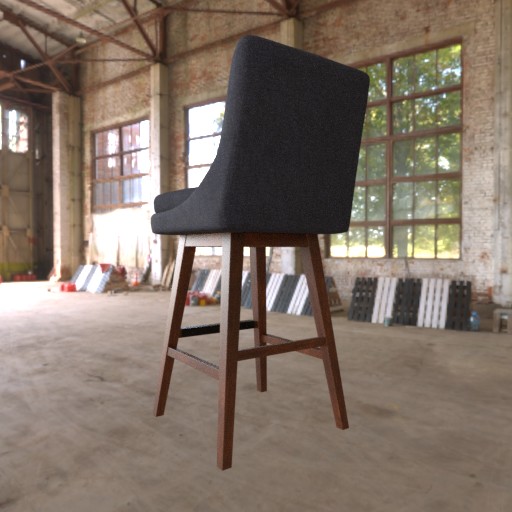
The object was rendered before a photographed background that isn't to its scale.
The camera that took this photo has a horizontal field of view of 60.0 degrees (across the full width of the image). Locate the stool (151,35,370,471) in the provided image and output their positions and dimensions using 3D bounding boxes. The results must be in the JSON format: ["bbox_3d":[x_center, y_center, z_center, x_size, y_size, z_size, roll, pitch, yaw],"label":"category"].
[{"bbox_3d":[0.000,0.000,1.386,0.489,1.068,0.572,-1,2,-35],"label":"stool"}]
